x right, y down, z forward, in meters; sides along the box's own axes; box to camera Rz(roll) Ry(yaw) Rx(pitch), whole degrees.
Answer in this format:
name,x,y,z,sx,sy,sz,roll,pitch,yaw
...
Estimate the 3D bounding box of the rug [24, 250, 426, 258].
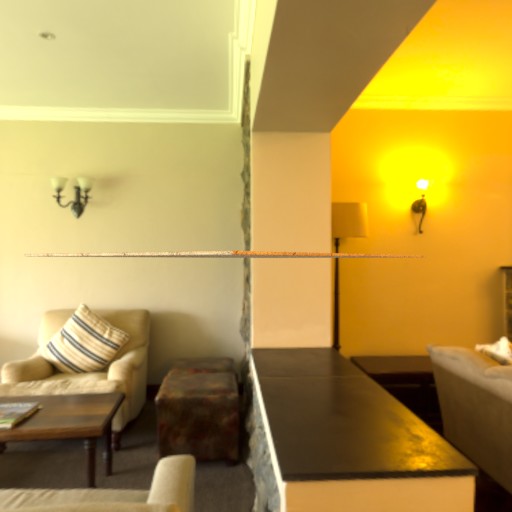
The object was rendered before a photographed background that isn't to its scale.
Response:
name,x,y,z,sx,sy,sz,roll,pitch,yaw
rug,0.000,0.000,2.934,1.528,0.014,2.292,0,-1,37
